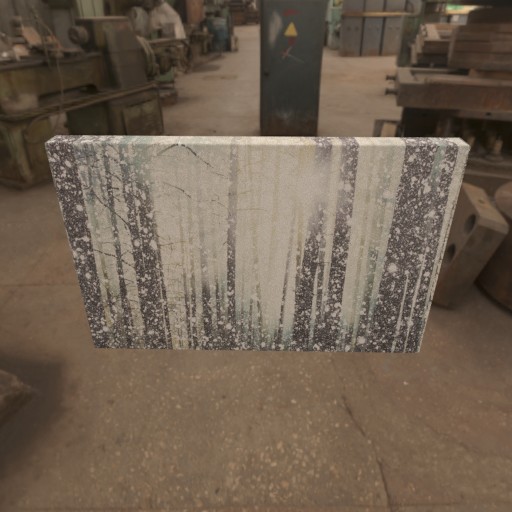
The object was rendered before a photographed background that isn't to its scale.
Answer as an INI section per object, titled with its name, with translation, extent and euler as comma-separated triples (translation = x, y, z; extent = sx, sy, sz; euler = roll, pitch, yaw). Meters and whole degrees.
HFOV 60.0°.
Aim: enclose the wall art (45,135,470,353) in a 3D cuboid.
[wall art]
translation = 0.000, 0.000, 0.758
extent = 0.618, 0.398, 0.042
euler = 1, 31, 1
